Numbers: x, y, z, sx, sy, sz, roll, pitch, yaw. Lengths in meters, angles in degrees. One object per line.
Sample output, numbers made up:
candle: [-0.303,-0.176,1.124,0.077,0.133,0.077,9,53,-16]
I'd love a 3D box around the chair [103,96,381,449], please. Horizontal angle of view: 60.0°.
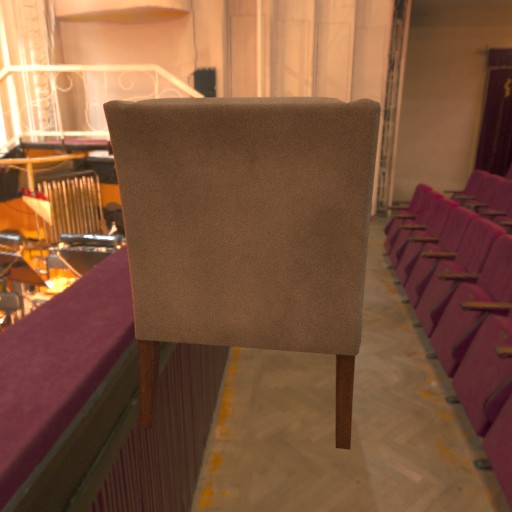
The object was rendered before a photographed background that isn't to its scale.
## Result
chair: [0.000,0.000,1.362,0.629,0.895,0.629,3,17,8]
